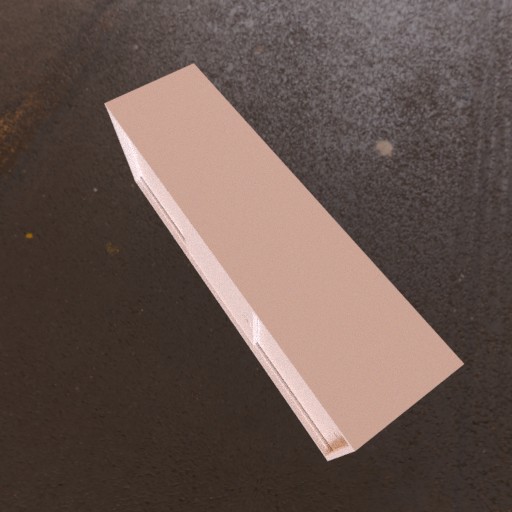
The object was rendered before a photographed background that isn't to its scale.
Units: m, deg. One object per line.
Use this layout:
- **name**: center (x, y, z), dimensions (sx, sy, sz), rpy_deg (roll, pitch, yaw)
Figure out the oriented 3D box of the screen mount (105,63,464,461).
- **screen mount**: center (0.000, 0.000, 1.752), dimensions (0.400, 0.619, 1.490), rpy_deg (-31, 67, -15)
